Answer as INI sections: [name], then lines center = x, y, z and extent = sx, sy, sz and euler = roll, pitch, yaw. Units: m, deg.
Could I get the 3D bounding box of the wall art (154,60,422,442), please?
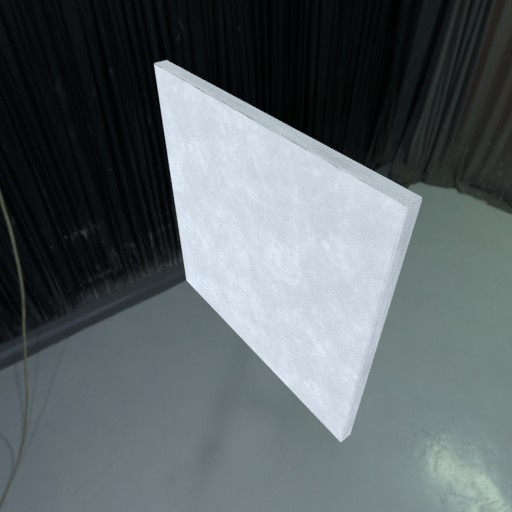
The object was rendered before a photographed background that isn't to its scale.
[wall art]
center = 0.000, 0.000, 0.451
extent = 0.015, 0.303, 0.303
euler = -28, 49, -27
